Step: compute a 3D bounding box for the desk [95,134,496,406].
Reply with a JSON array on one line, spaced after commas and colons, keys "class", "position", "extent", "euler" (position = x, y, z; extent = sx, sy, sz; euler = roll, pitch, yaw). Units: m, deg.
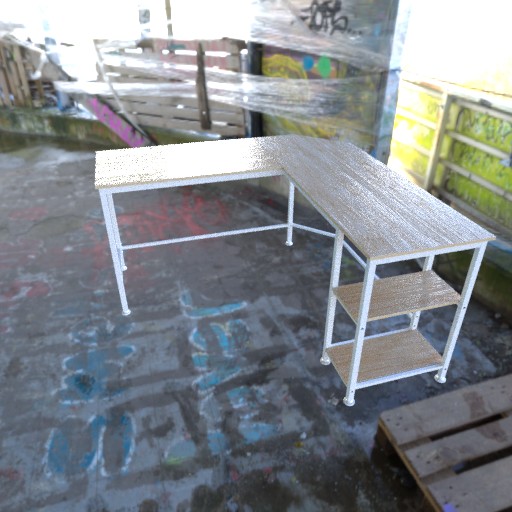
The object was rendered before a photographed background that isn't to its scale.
[{"class": "desk", "position": [0.000, 0.000, 2.170], "extent": [1.379, 0.739, 1.379], "euler": [-9, 33, -14]}]
